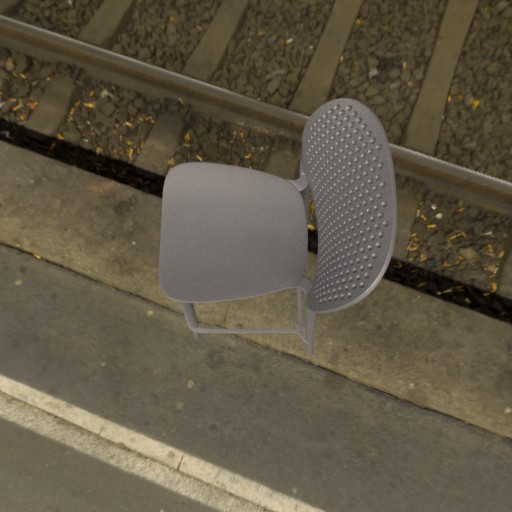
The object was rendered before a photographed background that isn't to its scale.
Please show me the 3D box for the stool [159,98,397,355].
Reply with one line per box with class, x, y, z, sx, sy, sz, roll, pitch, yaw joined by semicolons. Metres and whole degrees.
stool;0.000;0.000;1.348;0.535;1.045;0.536;0;74;0
